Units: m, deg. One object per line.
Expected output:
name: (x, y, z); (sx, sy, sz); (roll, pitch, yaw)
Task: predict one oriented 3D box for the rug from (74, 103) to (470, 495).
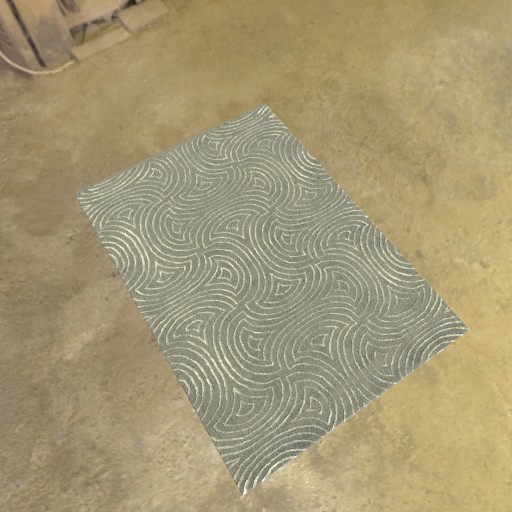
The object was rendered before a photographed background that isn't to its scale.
rug: (0.000, 0.000, 2.773); (1.543, 0.015, 2.144); (-30, 66, -15)
